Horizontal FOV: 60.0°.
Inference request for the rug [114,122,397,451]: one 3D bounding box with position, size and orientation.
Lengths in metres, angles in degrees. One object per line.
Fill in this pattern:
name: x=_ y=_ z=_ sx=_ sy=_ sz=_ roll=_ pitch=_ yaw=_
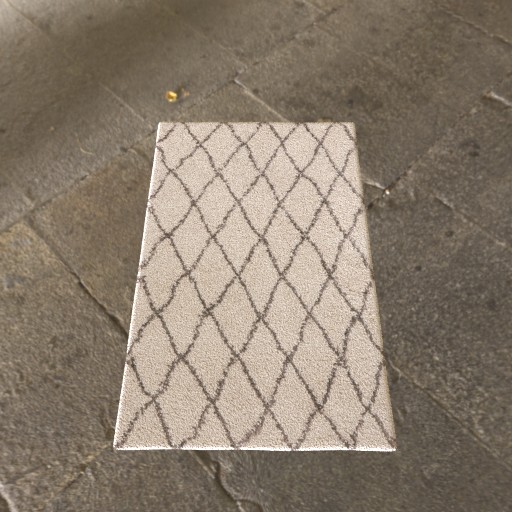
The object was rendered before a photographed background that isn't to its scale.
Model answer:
rug: x=0.000 y=0.000 z=3.409 sx=1.778 sy=0.030 sz=2.743 roll=0 pitch=62 yaw=0
